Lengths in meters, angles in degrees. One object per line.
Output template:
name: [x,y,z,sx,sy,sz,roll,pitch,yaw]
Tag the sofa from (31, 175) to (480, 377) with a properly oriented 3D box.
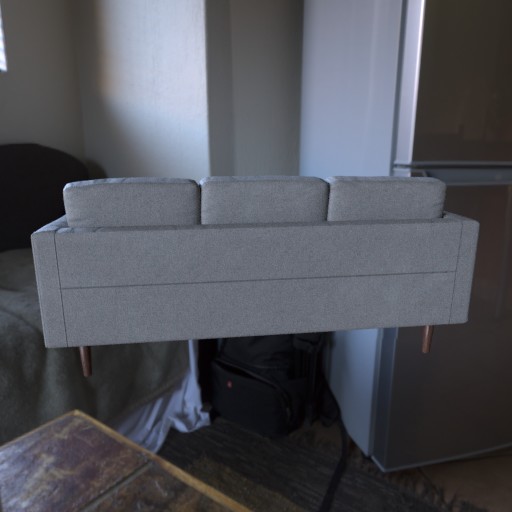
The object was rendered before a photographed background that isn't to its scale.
sofa: [0.000,0.000,2.443,1.983,0.918,0.944,-2,15,-8]
